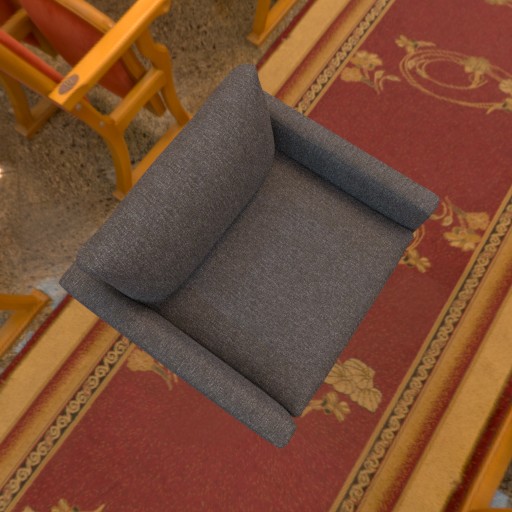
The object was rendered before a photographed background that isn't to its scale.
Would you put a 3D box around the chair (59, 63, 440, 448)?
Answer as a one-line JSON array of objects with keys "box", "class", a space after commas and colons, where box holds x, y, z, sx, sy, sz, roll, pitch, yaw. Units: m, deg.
[{"box": [0.000, 0.000, 1.586, 0.866, 0.861, 0.963, 34, 77, 9], "class": "chair"}]
